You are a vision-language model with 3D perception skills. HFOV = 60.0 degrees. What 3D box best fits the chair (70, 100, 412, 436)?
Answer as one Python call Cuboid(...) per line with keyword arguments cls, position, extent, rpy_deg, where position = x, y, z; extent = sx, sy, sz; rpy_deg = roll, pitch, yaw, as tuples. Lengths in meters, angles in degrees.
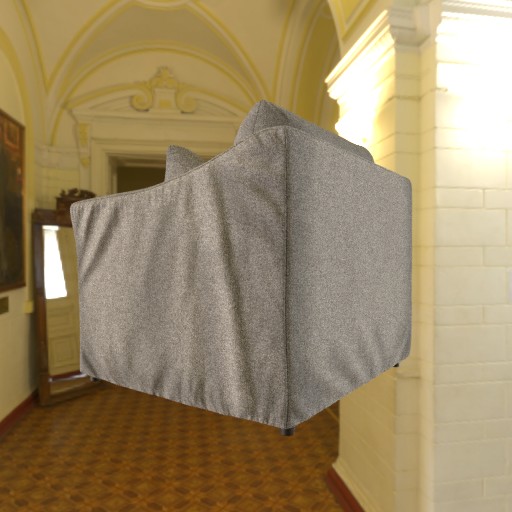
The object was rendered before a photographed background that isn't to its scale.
Cuboid(cls="chair", position=(0.000, 0.000, 1.996), extent=(1.071, 1.059, 1.194), rpy_deg=(0, 0, 36))
